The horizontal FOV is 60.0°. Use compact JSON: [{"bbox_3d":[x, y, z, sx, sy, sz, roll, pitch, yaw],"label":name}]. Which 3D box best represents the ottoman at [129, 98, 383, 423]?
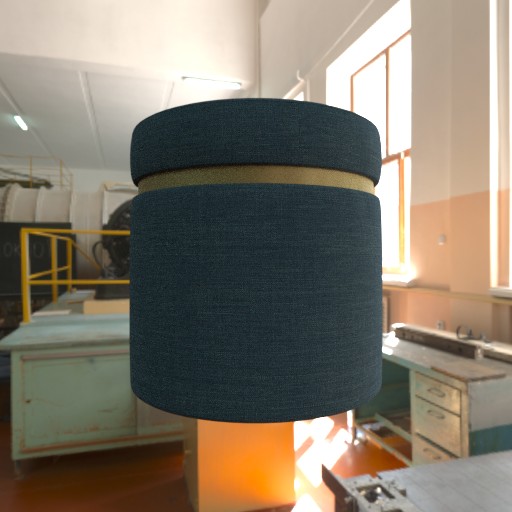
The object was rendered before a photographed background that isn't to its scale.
[{"bbox_3d":[0.000,0.000,0.725,0.398,0.406,0.398,0,0,0],"label":"ottoman"}]
